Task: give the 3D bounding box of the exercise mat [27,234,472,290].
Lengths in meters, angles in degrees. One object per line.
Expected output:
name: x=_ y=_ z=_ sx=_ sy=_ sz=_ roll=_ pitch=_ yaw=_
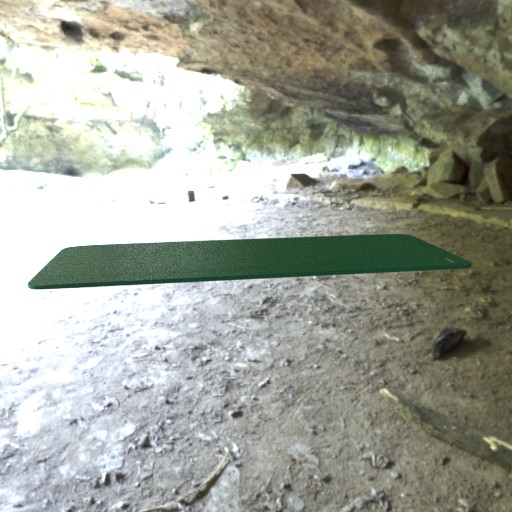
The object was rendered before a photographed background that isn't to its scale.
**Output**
exercise mat: x=0.000 y=0.000 z=2.084 sx=1.869 sy=0.021 sz=0.616 roll=-2 pitch=16 yaw=-9
